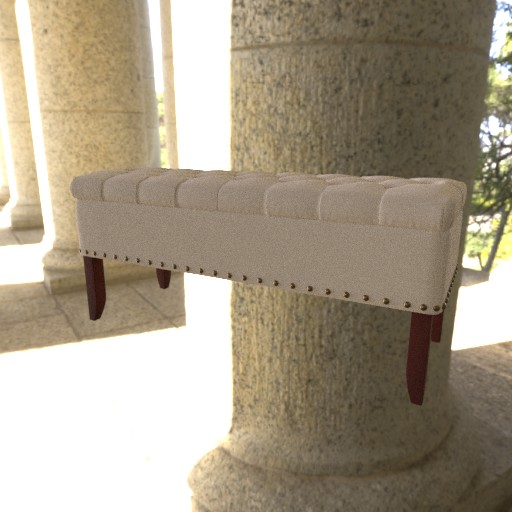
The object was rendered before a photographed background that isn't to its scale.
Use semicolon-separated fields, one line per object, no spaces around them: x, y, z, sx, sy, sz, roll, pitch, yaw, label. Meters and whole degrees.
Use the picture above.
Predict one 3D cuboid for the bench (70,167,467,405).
0.000;0.000;1.283;1.054;0.470;0.400;8;17;27;bench
